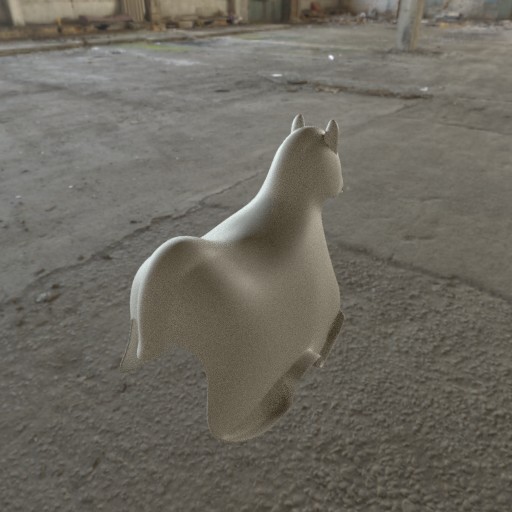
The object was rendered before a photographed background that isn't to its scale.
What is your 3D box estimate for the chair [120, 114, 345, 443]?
[{"bbox_3d":[0.000,0.000,1.157,0.429,0.612,0.800,21,36,31],"label":"chair"}]
